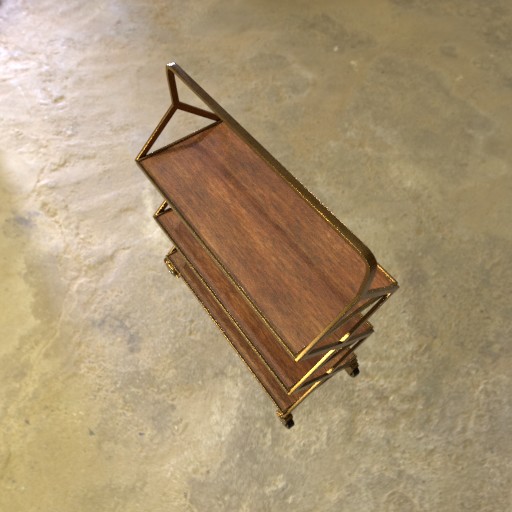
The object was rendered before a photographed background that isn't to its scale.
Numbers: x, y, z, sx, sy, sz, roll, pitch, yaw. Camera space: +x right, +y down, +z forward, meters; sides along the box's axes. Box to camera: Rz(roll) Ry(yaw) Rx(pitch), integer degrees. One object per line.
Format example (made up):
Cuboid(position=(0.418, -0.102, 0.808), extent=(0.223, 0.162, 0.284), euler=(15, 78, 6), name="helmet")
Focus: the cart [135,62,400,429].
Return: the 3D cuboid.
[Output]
Cuboid(position=(0.000, 0.000, 1.211), extent=(0.313, 0.805, 0.723), euler=(-32, 63, -19), name="cart")
